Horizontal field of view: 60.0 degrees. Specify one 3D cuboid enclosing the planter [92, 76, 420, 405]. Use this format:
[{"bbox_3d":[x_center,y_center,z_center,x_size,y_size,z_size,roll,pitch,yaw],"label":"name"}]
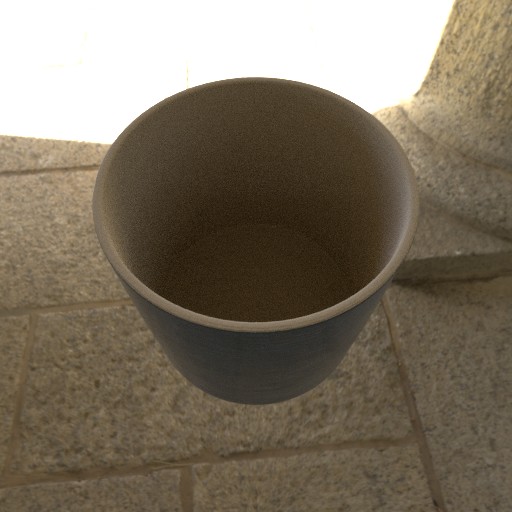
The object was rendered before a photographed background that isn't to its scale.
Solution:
[{"bbox_3d":[0.000,0.000,0.390,0.221,0.201,0.221,0,59,0],"label":"planter"}]
